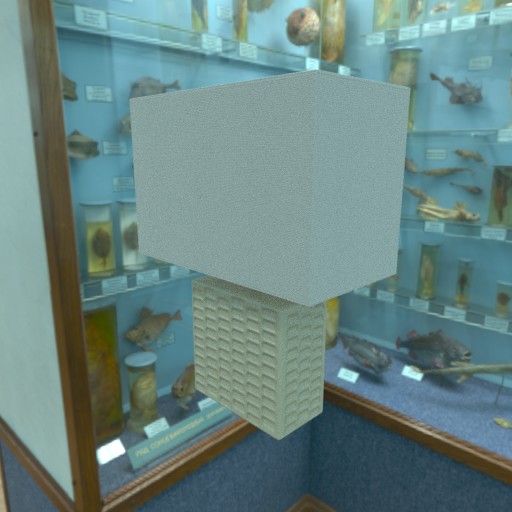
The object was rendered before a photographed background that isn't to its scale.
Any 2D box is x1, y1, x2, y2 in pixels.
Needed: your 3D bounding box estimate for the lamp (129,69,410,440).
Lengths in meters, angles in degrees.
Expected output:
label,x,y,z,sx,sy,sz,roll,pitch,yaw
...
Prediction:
label,x,y,z,sx,sy,sz,roll,pitch,yaw
lamp,0.000,0.000,0.706,0.200,0.515,0.380,-13,19,-43
